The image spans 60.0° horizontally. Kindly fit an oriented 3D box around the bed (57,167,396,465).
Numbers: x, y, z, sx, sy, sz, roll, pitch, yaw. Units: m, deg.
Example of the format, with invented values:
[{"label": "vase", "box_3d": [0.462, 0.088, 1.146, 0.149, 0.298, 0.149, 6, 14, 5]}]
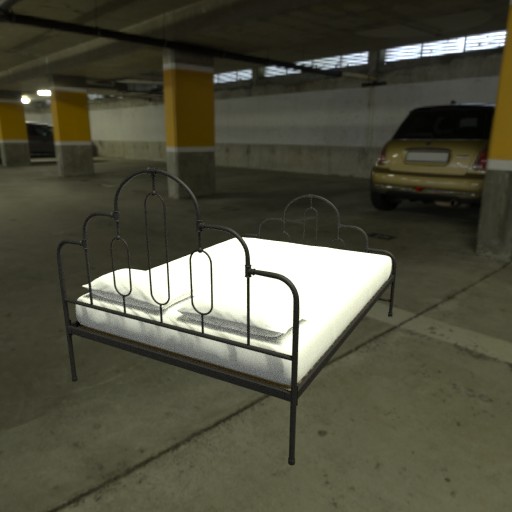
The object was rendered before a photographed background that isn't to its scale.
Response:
[{"label": "bed", "box_3d": [0.000, 0.000, 3.300, 1.640, 1.429, 2.163, 8, 17, 28]}]
